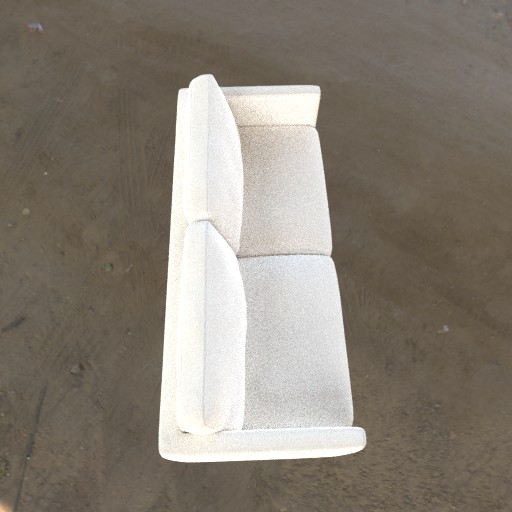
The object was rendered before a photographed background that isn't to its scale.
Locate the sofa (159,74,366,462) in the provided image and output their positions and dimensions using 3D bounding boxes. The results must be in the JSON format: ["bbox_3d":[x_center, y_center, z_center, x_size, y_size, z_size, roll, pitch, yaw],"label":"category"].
[{"bbox_3d":[0.000,0.000,2.569,0.924,0.933,2.139,-2,64,-1],"label":"sofa"}]
